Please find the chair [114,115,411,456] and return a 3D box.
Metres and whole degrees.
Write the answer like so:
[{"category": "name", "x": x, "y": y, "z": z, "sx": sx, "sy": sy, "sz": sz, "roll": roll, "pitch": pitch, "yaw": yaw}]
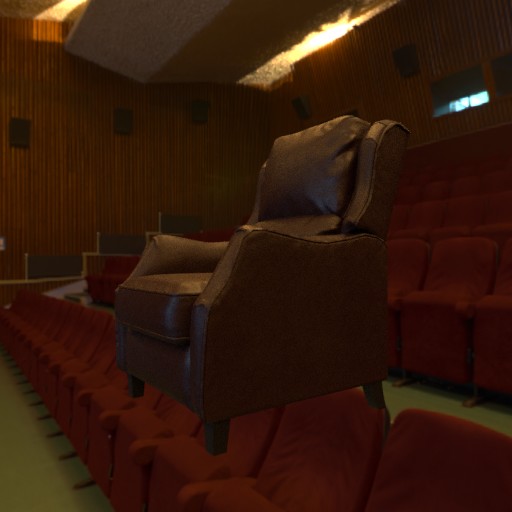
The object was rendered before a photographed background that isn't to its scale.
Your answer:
[{"category": "chair", "x": 0.000, "y": 0.000, "z": 1.745, "sx": 0.982, "sy": 1.132, "sz": 0.770, "roll": 0, "pitch": -1, "yaw": -35}]
